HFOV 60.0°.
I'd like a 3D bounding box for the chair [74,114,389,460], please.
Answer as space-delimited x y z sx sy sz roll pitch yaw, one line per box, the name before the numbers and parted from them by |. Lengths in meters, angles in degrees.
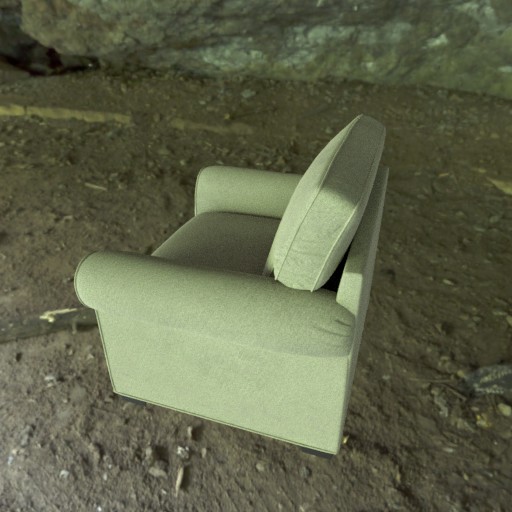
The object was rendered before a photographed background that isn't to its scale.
chair | 0.000 0.000 1.854 0.939 1.044 1.147 10 31 16
